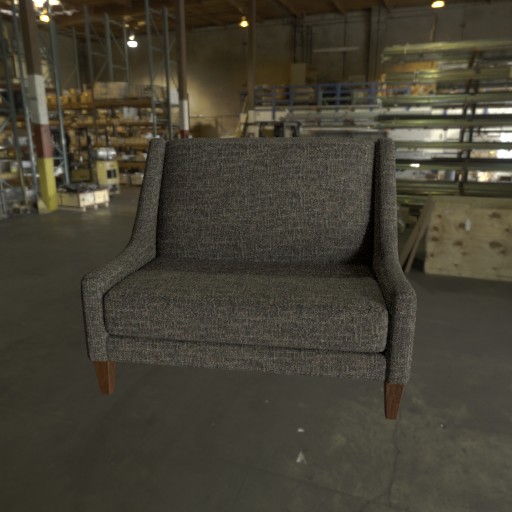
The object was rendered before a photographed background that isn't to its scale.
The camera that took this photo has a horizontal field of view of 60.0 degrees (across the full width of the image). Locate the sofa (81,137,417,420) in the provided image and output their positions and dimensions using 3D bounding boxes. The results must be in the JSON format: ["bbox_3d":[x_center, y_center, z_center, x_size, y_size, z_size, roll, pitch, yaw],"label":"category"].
[{"bbox_3d":[0.000,0.000,1.960,1.242,1.021,0.870,2,15,8],"label":"sofa"}]
